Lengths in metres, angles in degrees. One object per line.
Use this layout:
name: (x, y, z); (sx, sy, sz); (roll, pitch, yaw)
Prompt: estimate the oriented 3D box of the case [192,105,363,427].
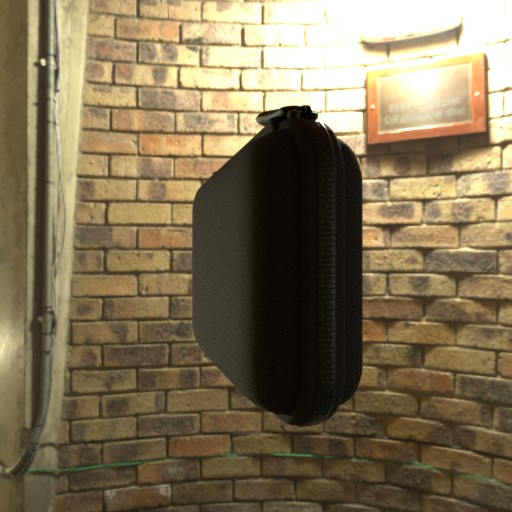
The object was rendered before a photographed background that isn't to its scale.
case: (0.000, 0.000, 0.183); (0.038, 0.105, 0.132); (0, 0, -17)
